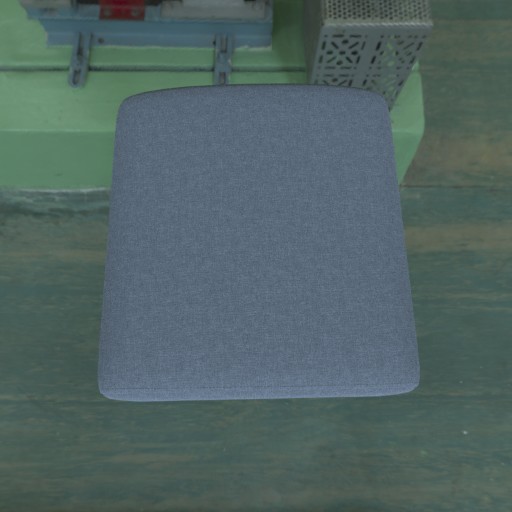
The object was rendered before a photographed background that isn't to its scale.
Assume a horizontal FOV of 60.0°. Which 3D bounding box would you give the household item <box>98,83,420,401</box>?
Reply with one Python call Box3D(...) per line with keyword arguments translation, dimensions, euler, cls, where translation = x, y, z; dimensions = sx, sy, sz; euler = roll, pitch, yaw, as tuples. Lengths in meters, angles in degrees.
Box3D(translation=(0.000, 0.000, 0.863), dimensions=(0.530, 0.410, 0.530), euler=(-1, 74, 0), cls="household item")
